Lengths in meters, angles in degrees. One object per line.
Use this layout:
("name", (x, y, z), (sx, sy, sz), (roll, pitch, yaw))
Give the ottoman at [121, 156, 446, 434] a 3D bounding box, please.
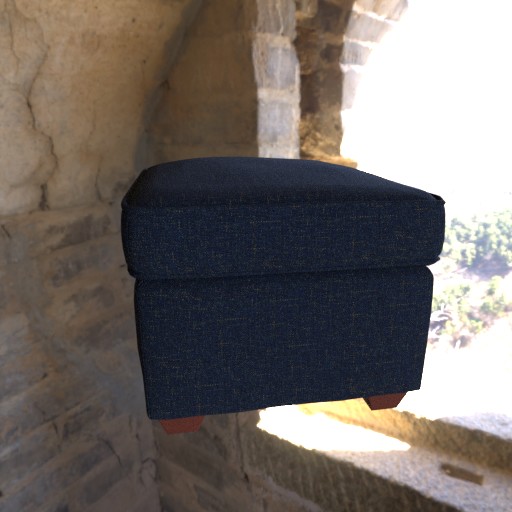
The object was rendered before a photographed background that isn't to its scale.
("ottoman", (0.000, 0.000, 1.071), (0.549, 0.450, 0.749), (-3, 16, -10))
